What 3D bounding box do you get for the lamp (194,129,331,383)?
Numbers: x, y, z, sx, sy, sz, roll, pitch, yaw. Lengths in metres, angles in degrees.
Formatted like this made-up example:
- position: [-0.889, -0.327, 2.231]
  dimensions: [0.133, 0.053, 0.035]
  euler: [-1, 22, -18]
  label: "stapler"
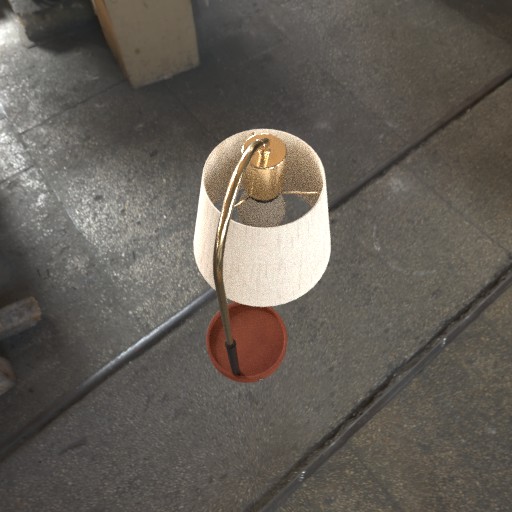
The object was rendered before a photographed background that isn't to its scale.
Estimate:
- position: [0.000, 0.000, 0.659]
  dimensions: [0.211, 0.536, 0.273]
  euler: [16, 64, 8]
  label: "lamp"
